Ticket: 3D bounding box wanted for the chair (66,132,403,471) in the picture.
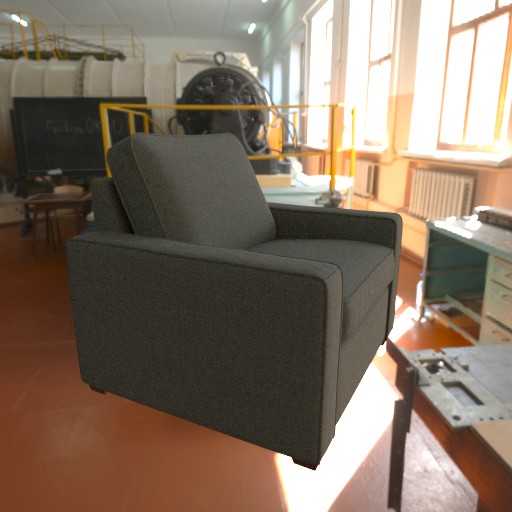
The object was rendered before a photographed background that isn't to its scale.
[{"bbox_3d":[0.000,0.000,1.712,0.940,0.919,1.017,8,18,27],"label":"chair"}]
